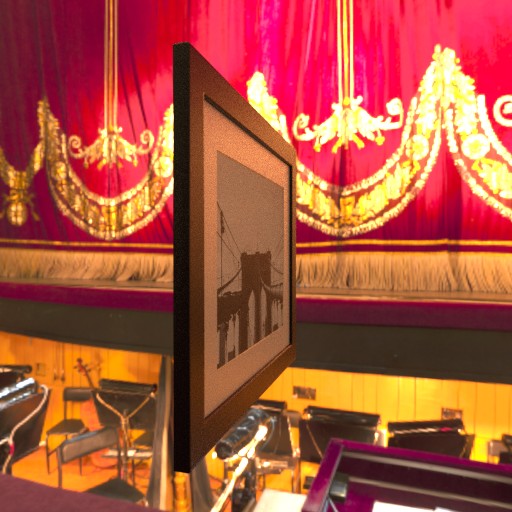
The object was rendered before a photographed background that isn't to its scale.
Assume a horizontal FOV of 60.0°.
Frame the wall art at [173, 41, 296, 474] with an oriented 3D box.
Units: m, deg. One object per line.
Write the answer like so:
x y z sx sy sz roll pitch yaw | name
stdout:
0.000 0.000 0.711 0.018 0.450 0.521 0 1 17 | wall art
